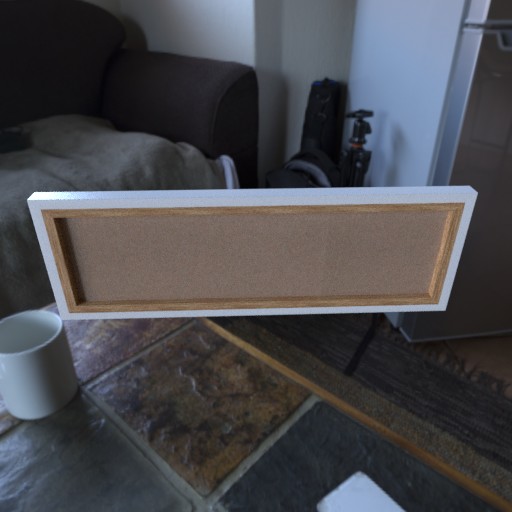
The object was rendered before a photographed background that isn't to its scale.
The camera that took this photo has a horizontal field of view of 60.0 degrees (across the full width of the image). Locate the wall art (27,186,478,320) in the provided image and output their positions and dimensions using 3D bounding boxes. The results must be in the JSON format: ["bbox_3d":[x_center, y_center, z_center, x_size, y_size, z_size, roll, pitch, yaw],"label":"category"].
[{"bbox_3d":[0.000,0.000,0.833,0.766,0.256,0.036,-1,31,-2],"label":"wall art"}]
